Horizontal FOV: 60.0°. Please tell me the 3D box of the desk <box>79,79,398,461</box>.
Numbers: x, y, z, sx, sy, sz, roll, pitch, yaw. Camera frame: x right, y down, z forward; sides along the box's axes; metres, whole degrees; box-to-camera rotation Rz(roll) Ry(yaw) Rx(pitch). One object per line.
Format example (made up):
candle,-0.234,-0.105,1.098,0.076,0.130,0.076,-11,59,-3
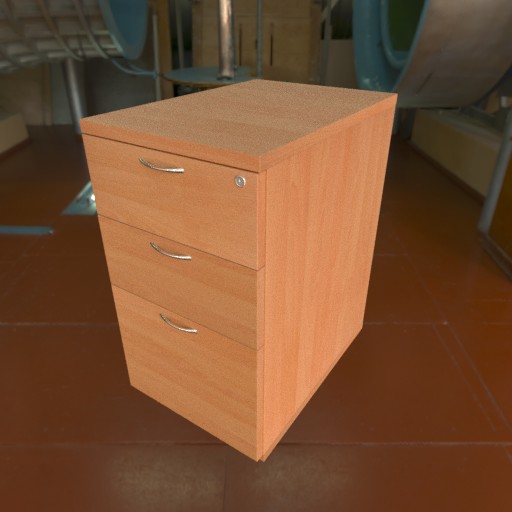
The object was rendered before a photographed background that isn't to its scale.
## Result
desk,0.000,0.000,1.113,0.404,0.730,0.600,19,35,29
